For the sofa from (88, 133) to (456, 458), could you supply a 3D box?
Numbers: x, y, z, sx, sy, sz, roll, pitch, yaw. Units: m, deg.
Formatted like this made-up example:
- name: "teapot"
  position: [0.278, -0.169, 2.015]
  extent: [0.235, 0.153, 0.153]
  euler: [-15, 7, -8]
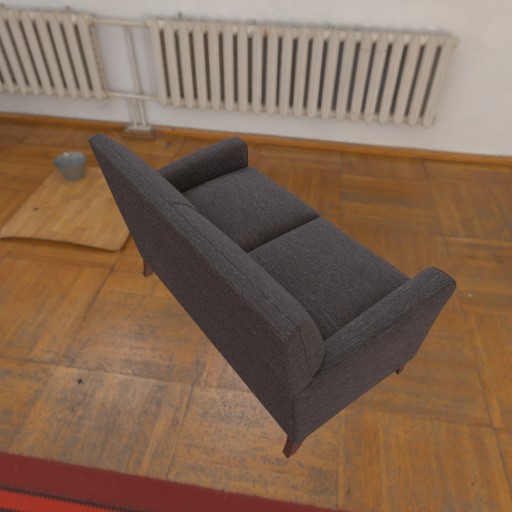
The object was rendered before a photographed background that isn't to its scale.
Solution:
- name: "sofa"
  position: [0.000, 0.000, 2.080]
  extent: [0.867, 0.905, 1.509]
  euler: [-26, 48, -26]
